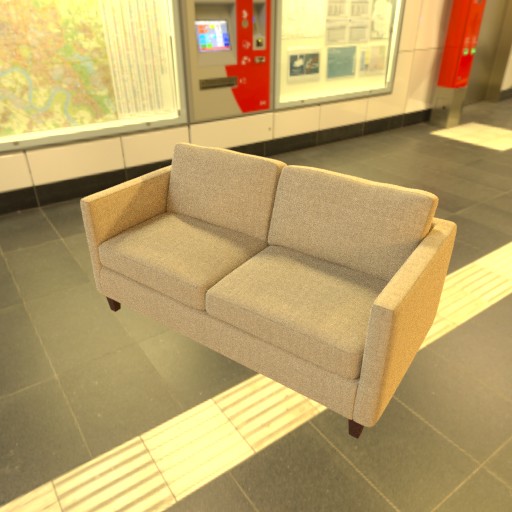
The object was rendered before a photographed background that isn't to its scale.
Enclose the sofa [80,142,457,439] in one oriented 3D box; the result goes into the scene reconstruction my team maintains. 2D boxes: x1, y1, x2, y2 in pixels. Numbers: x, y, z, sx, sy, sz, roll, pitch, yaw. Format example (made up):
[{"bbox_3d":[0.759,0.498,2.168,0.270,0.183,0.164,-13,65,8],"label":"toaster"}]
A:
[{"bbox_3d":[0.000,0.000,2.519,1.884,0.963,0.950,19,35,30],"label":"sofa"}]
